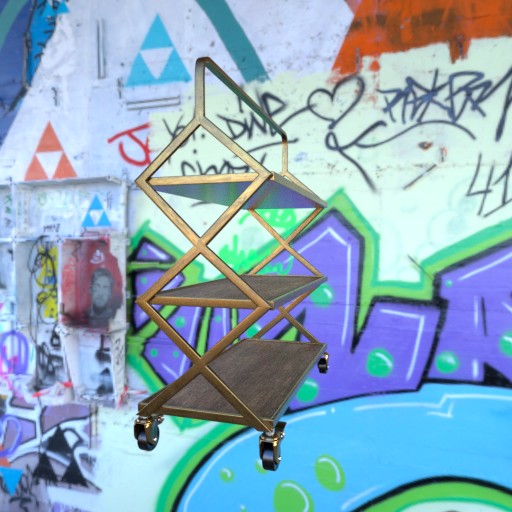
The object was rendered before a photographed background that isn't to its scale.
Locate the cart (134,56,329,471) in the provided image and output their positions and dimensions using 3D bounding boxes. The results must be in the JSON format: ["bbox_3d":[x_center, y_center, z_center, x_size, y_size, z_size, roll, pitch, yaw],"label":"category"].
[{"bbox_3d":[0.000,0.000,1.197,0.313,0.805,0.723,1,2,18],"label":"cart"}]
